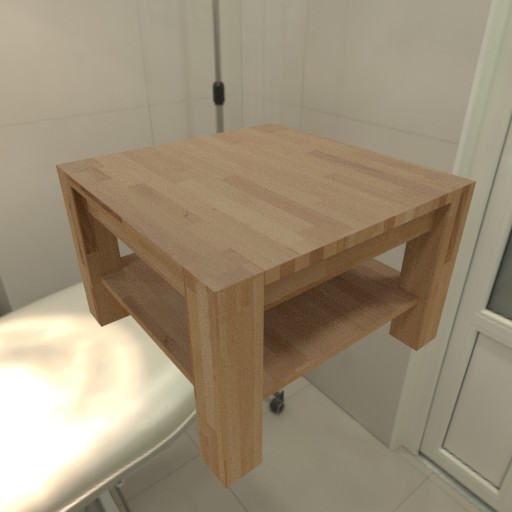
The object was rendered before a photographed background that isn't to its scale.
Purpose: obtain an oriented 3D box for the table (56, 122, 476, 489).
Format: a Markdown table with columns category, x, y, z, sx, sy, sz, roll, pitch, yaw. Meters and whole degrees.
| category | x | y | z | sx | sy | sz | roll | pitch | yaw |
| --- | --- | --- | --- | --- | --- | --- | --- | --- | --- |
| table | 0.000 | 0.000 | 1.150 | 0.700 | 0.451 | 0.700 | -22 | 36 | -33 |
